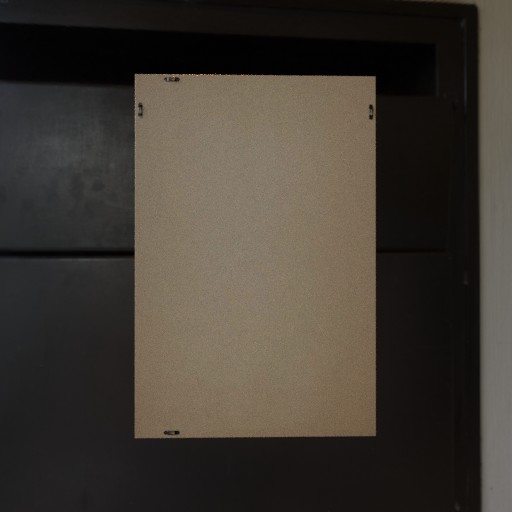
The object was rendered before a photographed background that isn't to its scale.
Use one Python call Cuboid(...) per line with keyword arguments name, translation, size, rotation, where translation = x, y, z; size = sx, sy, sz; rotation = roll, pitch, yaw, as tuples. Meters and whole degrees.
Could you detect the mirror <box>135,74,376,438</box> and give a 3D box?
Cuboid(name="mirror", translation=(0.000, 0.000, 1.136), size=(0.609, 0.915, 0.040), rotation=(0, 0, -1))
